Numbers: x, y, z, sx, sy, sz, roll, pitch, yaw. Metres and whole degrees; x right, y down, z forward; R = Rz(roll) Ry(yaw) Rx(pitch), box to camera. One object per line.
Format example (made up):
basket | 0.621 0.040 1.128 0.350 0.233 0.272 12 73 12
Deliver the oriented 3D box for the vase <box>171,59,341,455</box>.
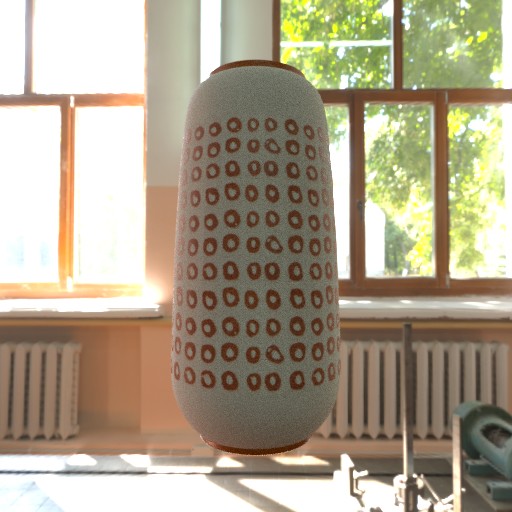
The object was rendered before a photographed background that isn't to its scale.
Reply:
vase | 0.000 0.000 0.356 0.133 0.282 0.133 0 -1 0
